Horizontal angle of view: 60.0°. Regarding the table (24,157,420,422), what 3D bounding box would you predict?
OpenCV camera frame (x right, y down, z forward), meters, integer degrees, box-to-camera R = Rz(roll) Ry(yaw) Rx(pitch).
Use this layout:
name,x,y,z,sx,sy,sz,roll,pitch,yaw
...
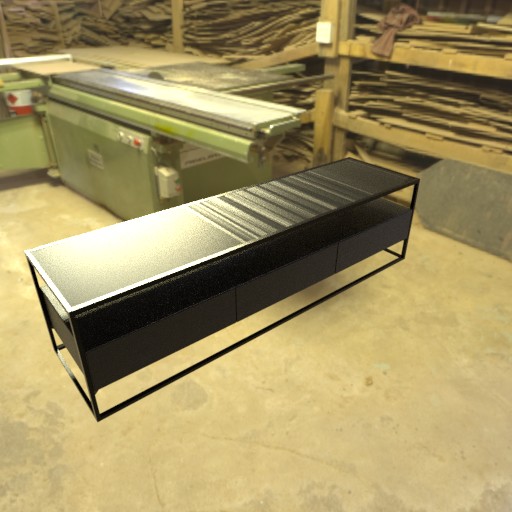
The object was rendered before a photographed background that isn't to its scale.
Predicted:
name,x,y,z,sx,sy,sz,roll,pitch,yaw
table,0.000,0.000,1.713,1.486,0.395,0.399,-22,36,-33
